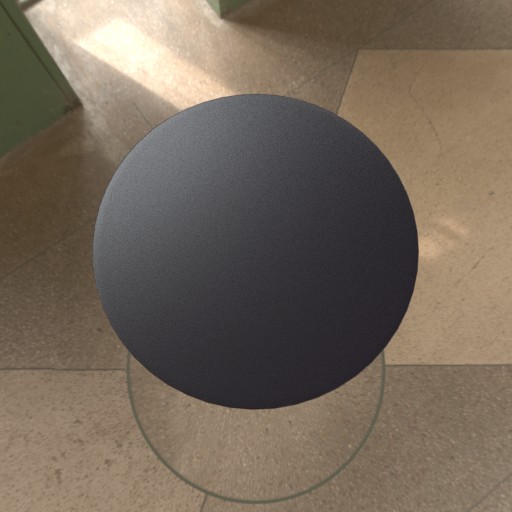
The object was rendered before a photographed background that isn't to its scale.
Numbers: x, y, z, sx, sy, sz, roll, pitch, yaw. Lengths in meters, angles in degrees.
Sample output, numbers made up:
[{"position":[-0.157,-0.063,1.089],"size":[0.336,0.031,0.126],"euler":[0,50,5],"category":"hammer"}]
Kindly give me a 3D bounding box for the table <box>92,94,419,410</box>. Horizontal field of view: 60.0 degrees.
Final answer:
[{"position":[0.000,0.000,1.631],"size":[1.029,0.491,1.029],"euler":[0,77,0],"category":"table"}]
